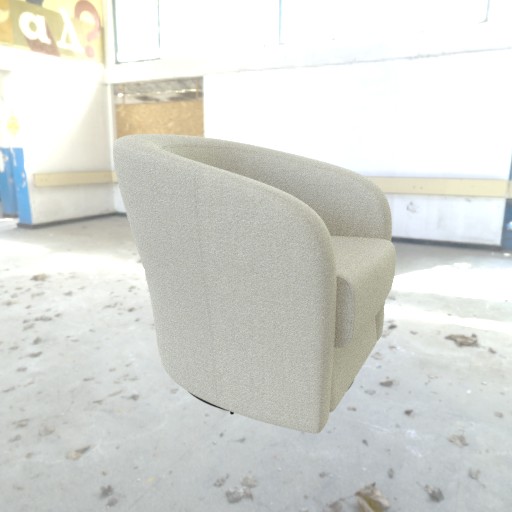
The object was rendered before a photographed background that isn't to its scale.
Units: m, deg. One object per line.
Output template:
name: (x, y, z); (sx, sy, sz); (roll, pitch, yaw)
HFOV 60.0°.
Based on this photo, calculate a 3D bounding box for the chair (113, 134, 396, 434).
chair: (0.000, 0.000, 1.436); (0.815, 0.771, 0.791); (7, 15, 27)
